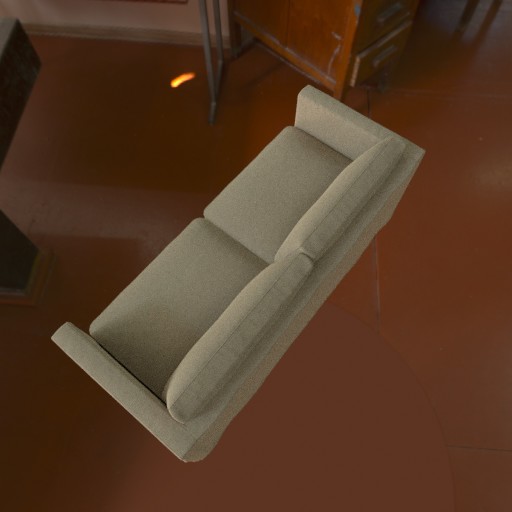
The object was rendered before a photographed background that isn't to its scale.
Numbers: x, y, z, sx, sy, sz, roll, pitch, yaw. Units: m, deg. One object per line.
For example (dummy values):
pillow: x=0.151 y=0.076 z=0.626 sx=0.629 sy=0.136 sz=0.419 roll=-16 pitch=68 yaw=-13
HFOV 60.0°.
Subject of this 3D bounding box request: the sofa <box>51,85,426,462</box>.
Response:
sofa: x=0.000 y=0.000 z=2.771 sx=0.956 sy=0.847 sz=2.296 roll=36 pitch=69 yaw=16
